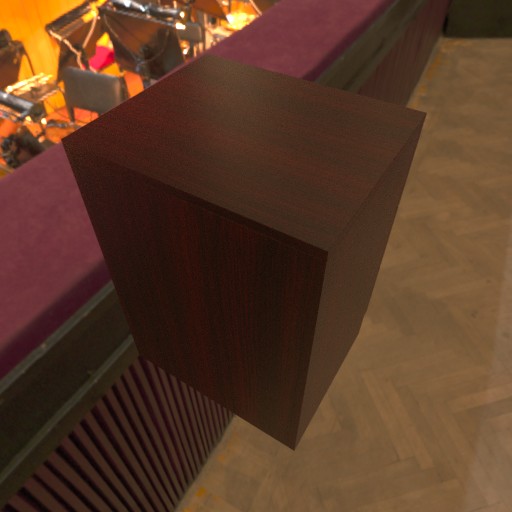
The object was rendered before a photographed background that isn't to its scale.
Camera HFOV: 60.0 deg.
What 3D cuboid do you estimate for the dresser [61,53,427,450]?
[{"bbox_3d":[0.000,0.000,0.837,0.400,0.560,0.360,24,51,21],"label":"dresser"}]
